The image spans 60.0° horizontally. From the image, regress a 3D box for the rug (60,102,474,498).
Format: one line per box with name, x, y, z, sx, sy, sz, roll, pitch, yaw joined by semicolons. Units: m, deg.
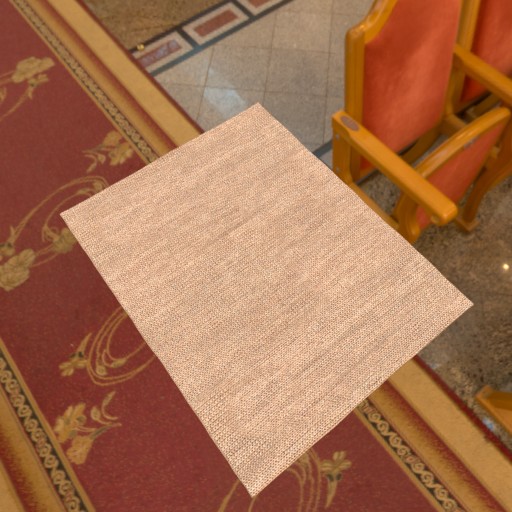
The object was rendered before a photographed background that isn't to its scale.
rug;0.000;0.000;4.048;2.429;0.030;3.052;-34;67;-17
